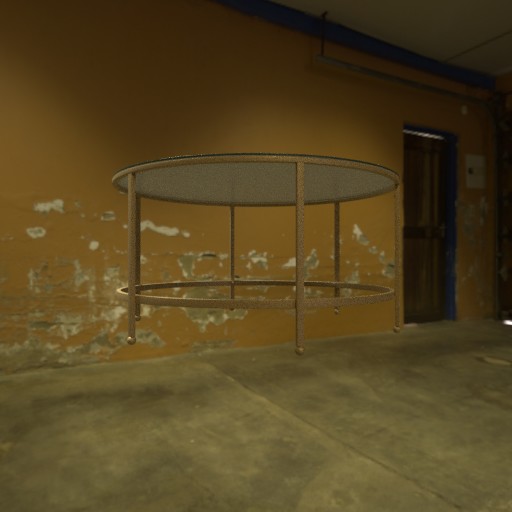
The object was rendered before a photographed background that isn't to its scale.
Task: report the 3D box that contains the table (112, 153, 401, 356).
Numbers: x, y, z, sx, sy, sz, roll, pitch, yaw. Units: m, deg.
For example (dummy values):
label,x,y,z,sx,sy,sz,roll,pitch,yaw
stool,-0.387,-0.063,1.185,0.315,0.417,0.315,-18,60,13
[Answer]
label,x,y,z,sx,sy,sz,roll,pitch,yaw
table,0.000,0.000,1.473,0.914,0.470,0.914,0,0,0
